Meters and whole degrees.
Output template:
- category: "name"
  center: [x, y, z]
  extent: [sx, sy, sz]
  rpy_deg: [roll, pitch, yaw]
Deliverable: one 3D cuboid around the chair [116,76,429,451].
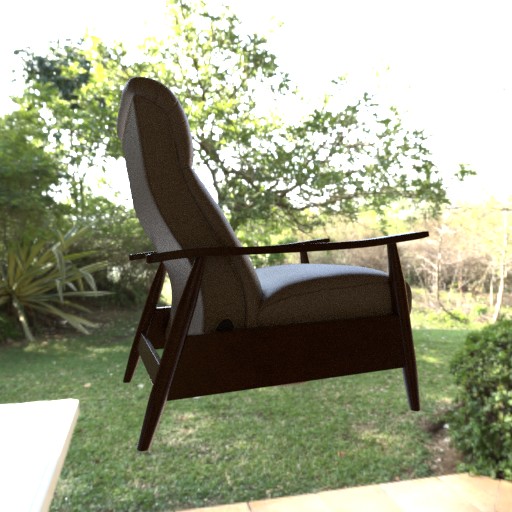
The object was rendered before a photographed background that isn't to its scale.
- category: "chair"
  center: [0.000, 0.000, 1.733]
  extent: [1.030, 1.082, 0.762]
  rpy_deg: [0, 0, -20]
